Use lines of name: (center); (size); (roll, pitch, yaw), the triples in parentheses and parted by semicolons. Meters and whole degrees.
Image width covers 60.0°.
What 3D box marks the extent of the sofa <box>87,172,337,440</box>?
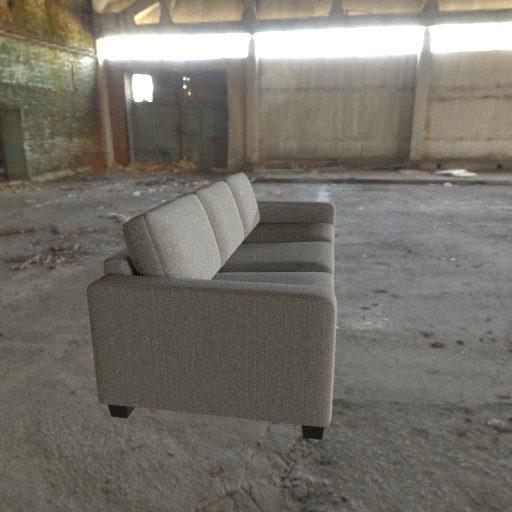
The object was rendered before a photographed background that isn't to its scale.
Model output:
sofa: (0.000, 0.000, 2.549); (0.900, 0.800, 2.120); (3, 16, 9)
